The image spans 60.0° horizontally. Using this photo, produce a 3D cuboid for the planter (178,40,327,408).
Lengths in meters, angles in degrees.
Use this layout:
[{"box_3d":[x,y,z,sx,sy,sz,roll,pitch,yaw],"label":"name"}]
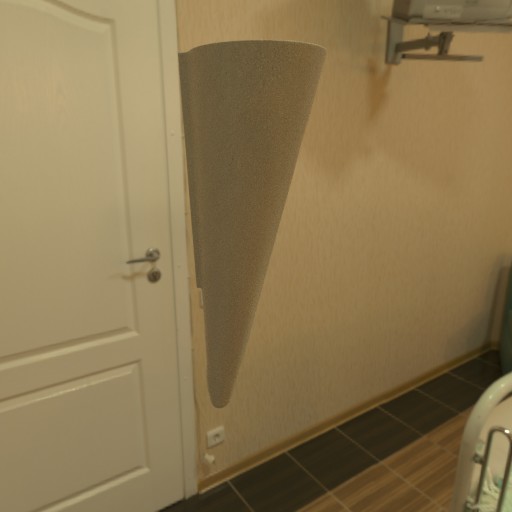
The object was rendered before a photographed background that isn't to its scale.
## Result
[{"box_3d":[0.000,0.000,0.226,0.064,0.191,0.057,8,17,26],"label":"planter"}]
